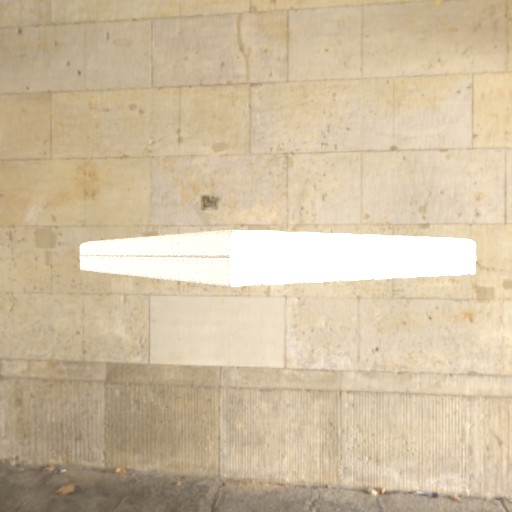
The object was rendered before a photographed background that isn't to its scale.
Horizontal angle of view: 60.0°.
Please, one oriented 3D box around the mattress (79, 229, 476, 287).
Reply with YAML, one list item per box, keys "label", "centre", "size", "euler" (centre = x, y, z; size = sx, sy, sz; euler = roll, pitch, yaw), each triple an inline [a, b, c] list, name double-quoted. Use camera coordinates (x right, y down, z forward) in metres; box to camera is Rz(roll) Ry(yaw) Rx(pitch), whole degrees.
- label: "mattress"
  centre: [0.000, 0.000, 2.712]
  size: [1.600, 0.200, 1.900]
  euler: [0, 0, -36]
